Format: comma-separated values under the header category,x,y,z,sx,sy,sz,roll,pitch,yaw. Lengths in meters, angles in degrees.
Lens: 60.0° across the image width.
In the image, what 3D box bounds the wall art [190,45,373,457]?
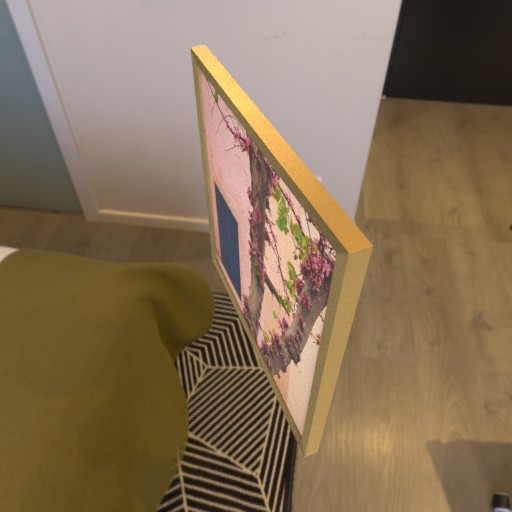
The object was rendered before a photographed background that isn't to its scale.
category,x,y,z,sx,sy,sz,roll,pitch,yaw
wall art,0.000,0.000,1.125,0.038,0.762,0.762,-16,48,-15
